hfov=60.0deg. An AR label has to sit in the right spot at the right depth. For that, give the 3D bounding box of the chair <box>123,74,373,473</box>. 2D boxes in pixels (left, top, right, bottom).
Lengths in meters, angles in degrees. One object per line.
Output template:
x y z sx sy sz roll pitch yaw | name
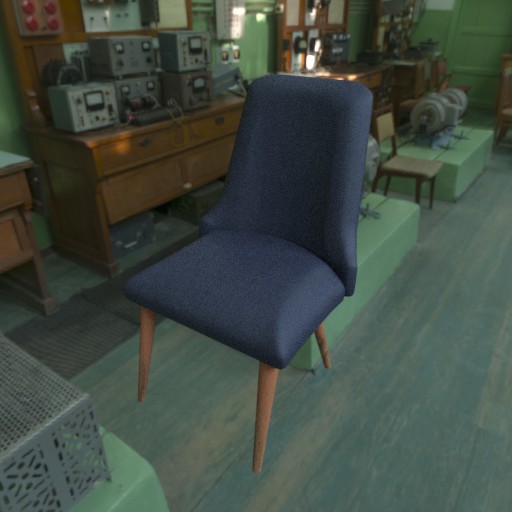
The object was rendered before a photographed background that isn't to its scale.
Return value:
0.000 0.000 1.161 0.504 0.820 0.567 18 34 29 | chair
